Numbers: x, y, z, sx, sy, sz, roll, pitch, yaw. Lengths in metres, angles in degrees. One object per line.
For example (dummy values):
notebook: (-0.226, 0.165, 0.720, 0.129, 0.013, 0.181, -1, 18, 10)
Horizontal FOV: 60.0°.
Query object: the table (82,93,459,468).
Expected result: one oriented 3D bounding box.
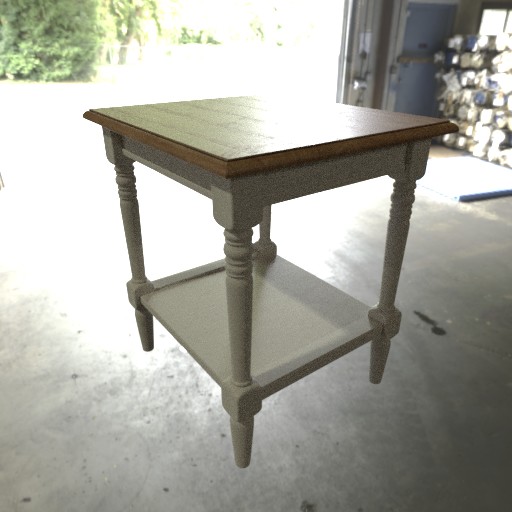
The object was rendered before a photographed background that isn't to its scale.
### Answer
table: (0.000, 0.000, 0.910, 0.457, 0.561, 0.508, -18, 32, -32)
